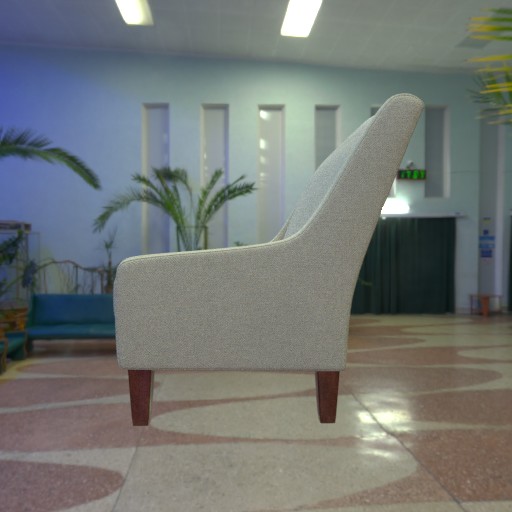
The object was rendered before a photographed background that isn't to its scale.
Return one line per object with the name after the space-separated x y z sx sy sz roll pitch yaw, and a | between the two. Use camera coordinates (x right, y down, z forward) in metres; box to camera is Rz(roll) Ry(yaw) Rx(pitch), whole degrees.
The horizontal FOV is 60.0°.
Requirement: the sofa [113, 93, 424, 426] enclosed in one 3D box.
0.000 0.000 1.877 0.946 0.976 1.212 0 1 -2 | sofa
